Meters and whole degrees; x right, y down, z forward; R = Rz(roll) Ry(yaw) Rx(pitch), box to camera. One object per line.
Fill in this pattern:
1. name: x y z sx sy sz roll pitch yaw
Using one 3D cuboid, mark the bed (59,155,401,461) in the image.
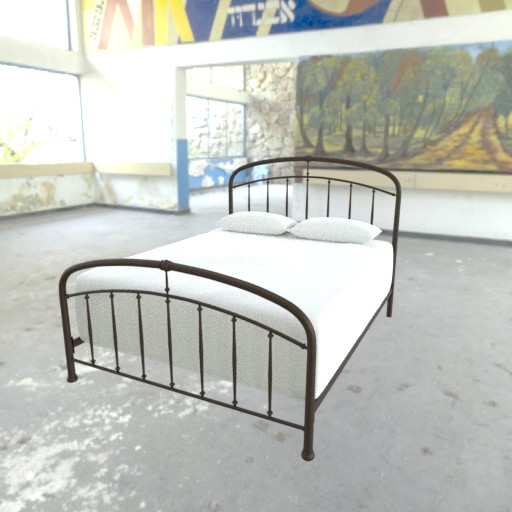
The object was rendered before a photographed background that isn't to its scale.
1. bed: 0.000 0.000 3.306 1.711 1.425 2.180 7 16 26
